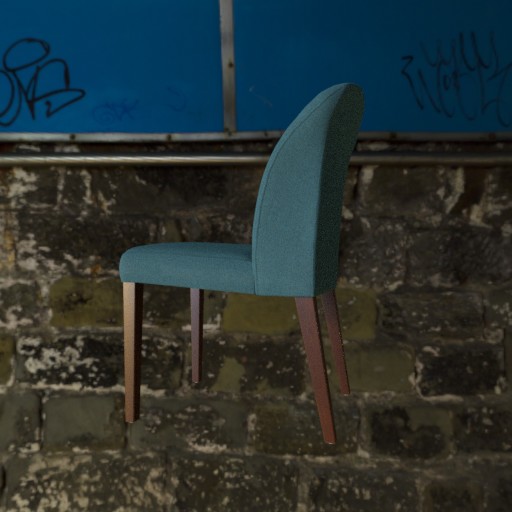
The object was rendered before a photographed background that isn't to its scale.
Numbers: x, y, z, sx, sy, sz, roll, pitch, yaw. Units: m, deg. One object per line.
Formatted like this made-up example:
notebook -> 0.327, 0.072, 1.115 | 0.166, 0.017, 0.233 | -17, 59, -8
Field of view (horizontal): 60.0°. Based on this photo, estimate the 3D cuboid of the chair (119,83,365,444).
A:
chair -> 0.000, 0.000, 1.295 | 0.620, 0.879, 0.507 | 0, -1, 16
